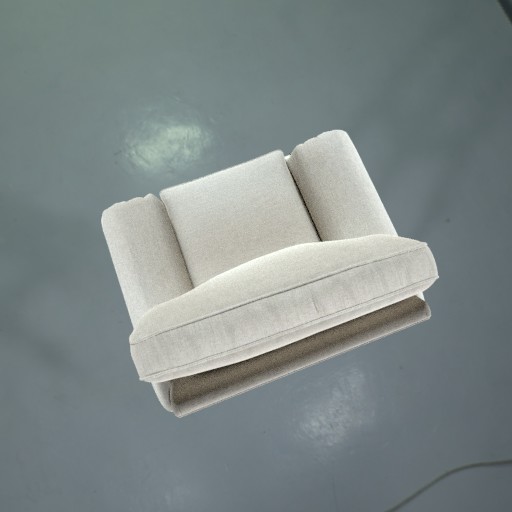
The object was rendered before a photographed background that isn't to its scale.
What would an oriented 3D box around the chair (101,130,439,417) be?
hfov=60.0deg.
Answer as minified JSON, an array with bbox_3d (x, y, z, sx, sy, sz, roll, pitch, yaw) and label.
[{"bbox_3d":[0.000,0.000,1.846,1.092,0.961,0.965,-20,76,-5],"label":"chair"}]
